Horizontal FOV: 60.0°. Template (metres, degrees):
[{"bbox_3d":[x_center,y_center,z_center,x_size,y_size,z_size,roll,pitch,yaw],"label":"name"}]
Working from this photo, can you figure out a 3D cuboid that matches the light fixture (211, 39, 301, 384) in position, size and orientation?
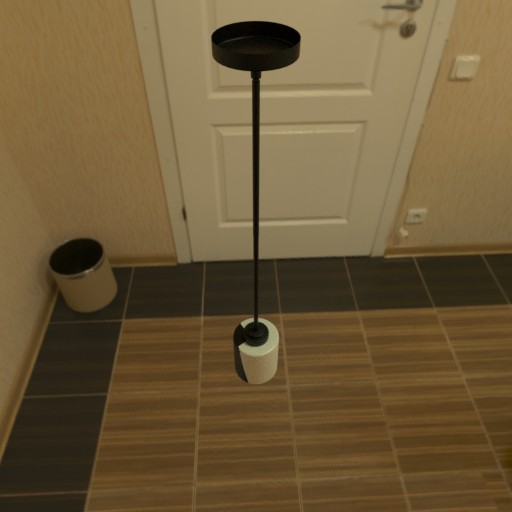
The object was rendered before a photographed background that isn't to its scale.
[{"bbox_3d":[0.000,0.000,0.917,0.123,0.863,0.123,-24,50,-22],"label":"light fixture"}]
